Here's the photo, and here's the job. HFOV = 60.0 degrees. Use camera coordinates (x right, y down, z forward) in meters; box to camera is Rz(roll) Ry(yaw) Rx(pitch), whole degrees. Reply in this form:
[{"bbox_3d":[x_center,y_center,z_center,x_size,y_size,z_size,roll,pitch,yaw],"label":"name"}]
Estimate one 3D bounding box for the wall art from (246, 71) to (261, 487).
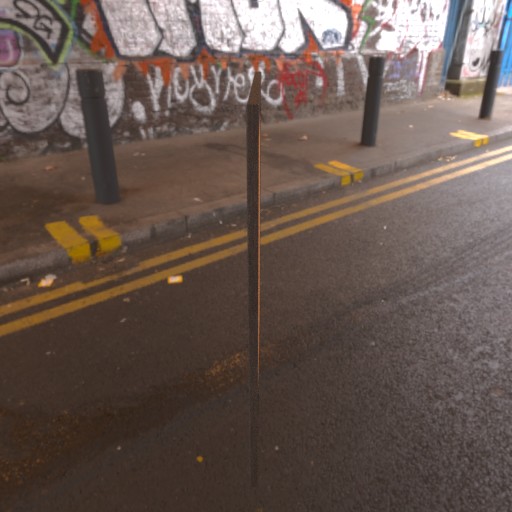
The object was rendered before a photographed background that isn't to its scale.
[{"bbox_3d":[0.000,0.000,0.780,0.013,0.570,0.476,0,26,1],"label":"wall art"}]
